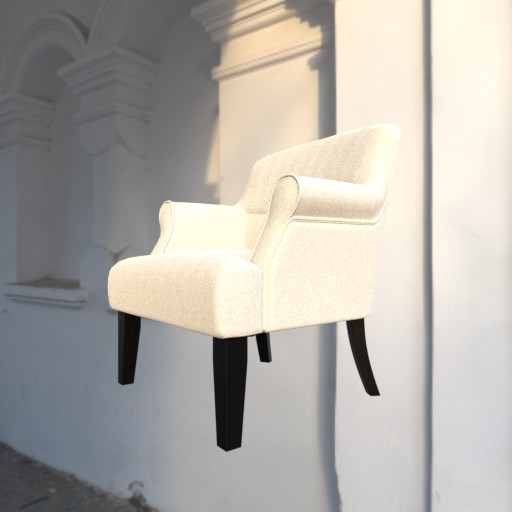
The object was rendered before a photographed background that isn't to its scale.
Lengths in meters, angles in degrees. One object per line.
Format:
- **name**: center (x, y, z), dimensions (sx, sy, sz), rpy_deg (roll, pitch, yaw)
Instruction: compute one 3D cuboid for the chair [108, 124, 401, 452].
- **chair**: center (0.000, 0.000, 1.464), dimensions (0.750, 0.875, 0.781), rpy_deg (0, 0, -37)
